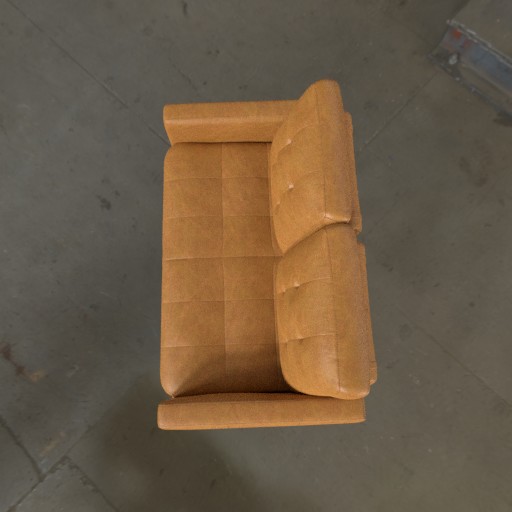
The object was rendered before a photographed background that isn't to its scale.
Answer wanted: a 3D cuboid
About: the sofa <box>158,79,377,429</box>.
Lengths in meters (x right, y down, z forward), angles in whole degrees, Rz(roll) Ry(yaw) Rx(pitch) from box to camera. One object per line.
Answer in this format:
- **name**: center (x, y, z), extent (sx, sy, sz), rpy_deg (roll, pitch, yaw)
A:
- **sofa**: center (0.000, 0.000, 1.988), extent (0.868, 0.898, 1.430), rpy_deg (-2, 75, -1)
